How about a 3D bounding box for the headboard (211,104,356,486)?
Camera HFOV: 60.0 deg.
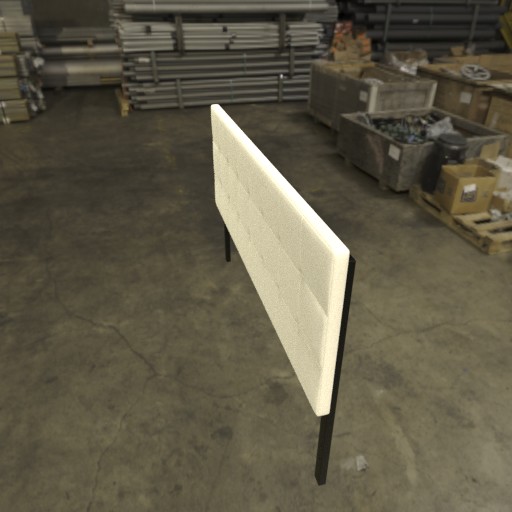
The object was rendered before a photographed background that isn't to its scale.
[{"bbox_3d":[0.000,0.000,2.851,0.120,1.410,2.362,-8,32,-13],"label":"headboard"}]
